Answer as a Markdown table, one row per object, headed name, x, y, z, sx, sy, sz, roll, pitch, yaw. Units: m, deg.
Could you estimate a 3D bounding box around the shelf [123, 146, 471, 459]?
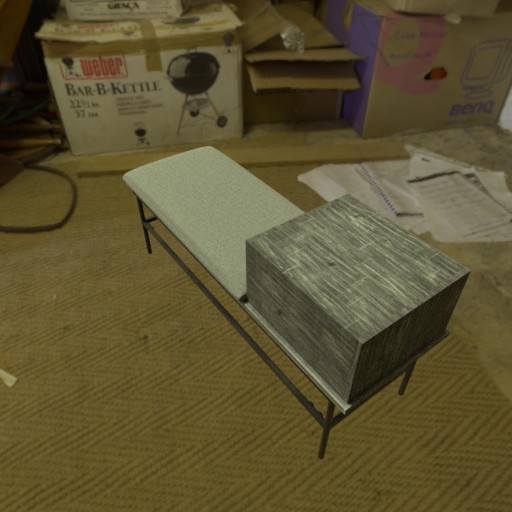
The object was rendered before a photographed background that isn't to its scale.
| name | x | y | z | sx | sy | sz | roll | pitch | yaw |
| --- | --- | --- | --- | --- | --- | --- | --- | --- | --- |
| shelf | 0.000 | 0.000 | 1.652 | 0.457 | 0.633 | 1.342 | -26 | 47 | -26 |
